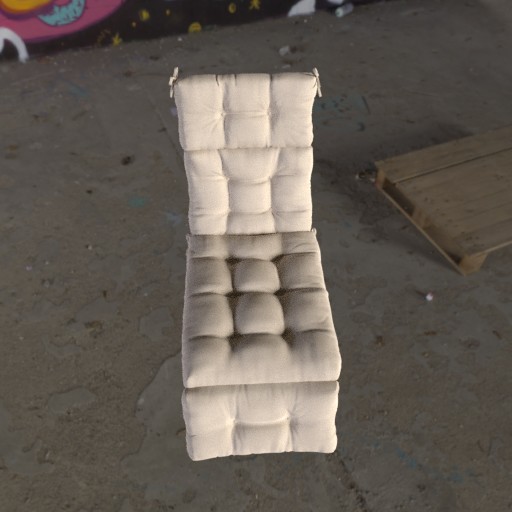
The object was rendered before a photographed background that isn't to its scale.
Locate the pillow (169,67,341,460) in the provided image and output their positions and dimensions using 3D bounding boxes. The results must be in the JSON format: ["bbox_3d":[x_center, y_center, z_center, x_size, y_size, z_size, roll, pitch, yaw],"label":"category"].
[{"bbox_3d":[0.000,0.000,1.469,0.526,0.863,1.016,-2,47,-2],"label":"pillow"}]
